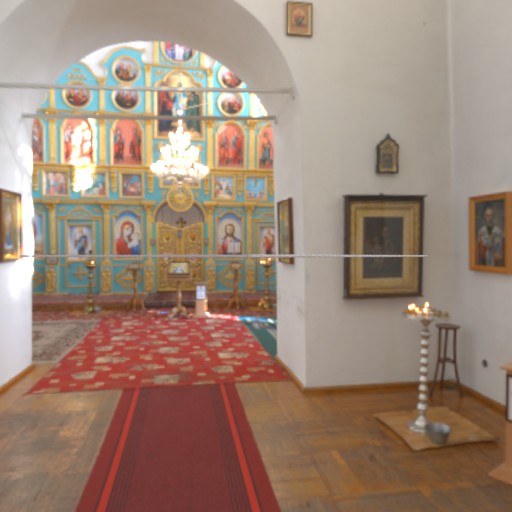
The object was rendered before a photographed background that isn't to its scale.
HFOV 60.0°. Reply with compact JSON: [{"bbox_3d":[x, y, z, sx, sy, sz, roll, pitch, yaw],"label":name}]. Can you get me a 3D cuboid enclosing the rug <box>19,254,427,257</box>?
[{"bbox_3d":[0.000,0.000,2.842,1.555,0.011,2.232,0,0,36],"label":"rug"}]
